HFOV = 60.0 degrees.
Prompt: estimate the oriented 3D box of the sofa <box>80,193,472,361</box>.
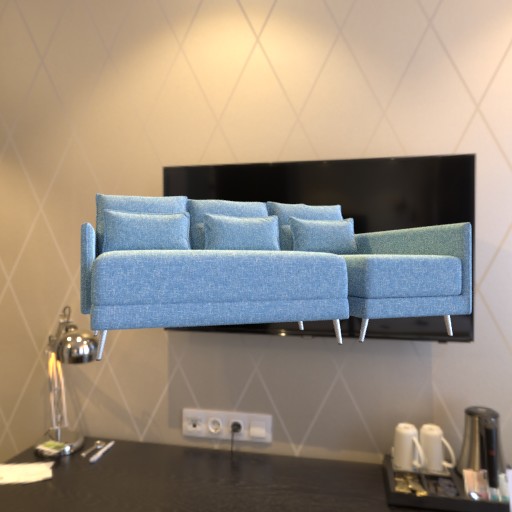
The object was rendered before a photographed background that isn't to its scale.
[{"bbox_3d":[0.000,0.000,2.763,2.034,0.899,1.420,0,-1,-18],"label":"sofa"}]
